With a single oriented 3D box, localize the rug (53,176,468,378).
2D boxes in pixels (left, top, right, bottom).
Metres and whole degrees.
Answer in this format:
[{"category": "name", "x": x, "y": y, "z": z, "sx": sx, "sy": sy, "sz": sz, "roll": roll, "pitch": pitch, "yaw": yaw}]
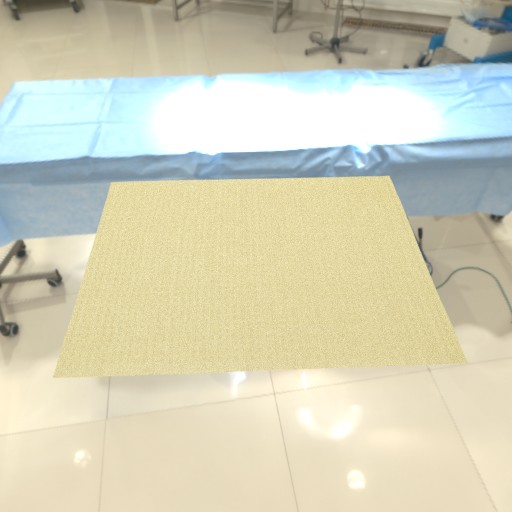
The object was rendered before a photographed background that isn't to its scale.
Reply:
[{"category": "rug", "x": 0.000, "y": 0.000, "z": 4.248, "sx": 3.204, "sy": 0.016, "sz": 2.452, "roll": -2, "pitch": 46, "yaw": -2}]
